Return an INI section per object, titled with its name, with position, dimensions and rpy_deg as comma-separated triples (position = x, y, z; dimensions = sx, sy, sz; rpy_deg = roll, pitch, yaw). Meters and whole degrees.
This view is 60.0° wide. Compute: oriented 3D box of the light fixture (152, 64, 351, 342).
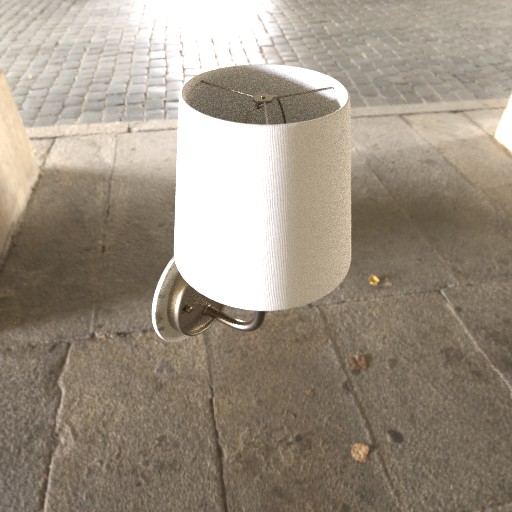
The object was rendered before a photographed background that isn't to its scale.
[light fixture]
position = 0.000, 0.000, 0.448
dimensions = 0.188, 0.337, 0.168
rpy_deg = 24, 46, 25
